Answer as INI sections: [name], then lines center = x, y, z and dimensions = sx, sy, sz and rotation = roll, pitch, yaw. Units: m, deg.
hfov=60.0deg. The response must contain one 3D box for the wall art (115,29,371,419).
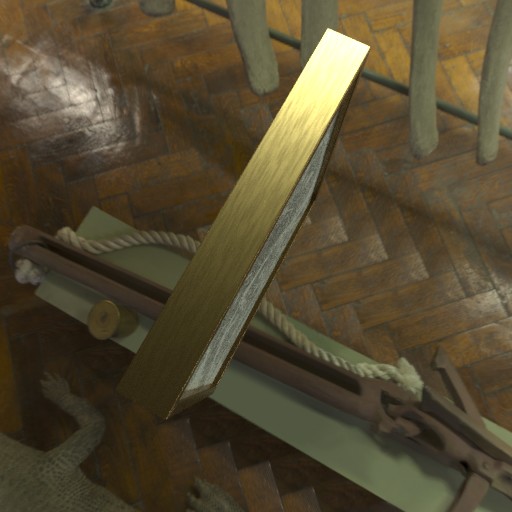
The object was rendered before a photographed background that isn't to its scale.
[wall art]
center = 0.000, 0.000, 0.454
dimensions = 0.037, 0.305, 0.305
rotation = 27, 77, 7
